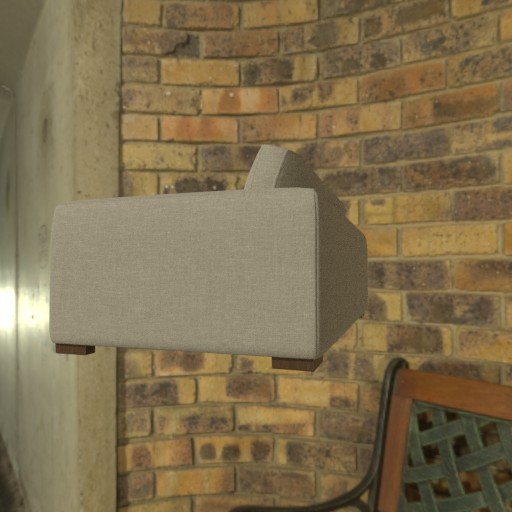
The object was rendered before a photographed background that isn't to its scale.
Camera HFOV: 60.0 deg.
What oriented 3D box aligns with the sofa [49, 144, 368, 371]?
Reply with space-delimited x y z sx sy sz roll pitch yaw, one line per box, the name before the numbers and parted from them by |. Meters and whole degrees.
sofa | 0.000 0.000 2.420 1.069 0.800 1.920 -1 -2 18
